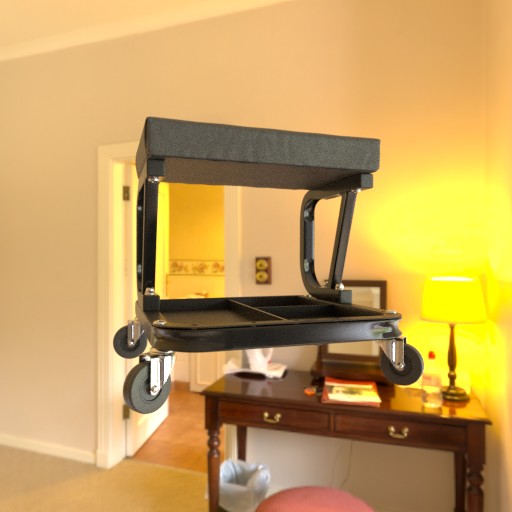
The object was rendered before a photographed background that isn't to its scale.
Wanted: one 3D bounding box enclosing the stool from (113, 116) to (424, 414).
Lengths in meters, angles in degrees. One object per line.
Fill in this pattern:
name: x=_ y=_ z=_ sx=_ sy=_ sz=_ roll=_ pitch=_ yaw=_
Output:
stool: x=0.000 y=0.000 z=0.732 sx=0.446 sy=0.380 sz=0.371 roll=0 pitch=0 yaw=-19
